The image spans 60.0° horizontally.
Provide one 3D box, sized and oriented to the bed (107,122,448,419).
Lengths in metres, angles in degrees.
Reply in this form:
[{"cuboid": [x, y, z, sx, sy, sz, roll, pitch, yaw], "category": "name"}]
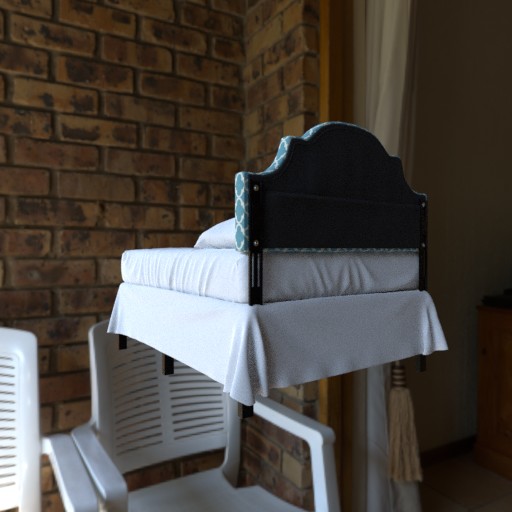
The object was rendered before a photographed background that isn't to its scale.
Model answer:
[{"cuboid": [0.000, 0.000, 3.488, 1.780, 1.633, 2.222, 0, 1, -35], "category": "bed"}]
